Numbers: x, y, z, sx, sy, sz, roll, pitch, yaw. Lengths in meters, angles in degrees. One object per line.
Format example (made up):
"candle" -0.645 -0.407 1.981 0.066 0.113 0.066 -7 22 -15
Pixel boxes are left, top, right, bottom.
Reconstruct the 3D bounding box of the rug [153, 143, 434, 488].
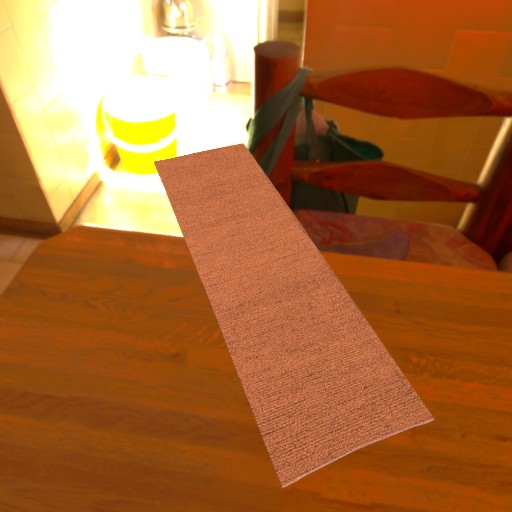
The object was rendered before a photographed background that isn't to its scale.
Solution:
"rug" 0.000 0.000 2.489 0.692 0.032 2.320 -15 47 -15
